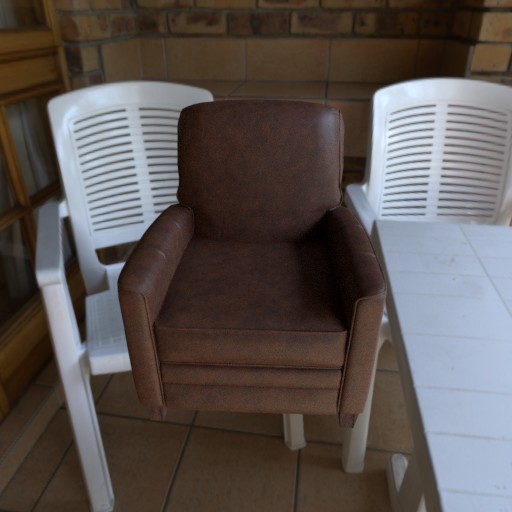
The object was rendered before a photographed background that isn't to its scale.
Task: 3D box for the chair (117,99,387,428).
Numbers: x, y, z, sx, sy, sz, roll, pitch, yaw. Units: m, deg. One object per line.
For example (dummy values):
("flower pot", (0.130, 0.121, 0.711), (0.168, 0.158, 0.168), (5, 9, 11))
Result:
("chair", (0.000, 0.000, 1.692), (0.839, 1.010, 0.850), (1, 30, 2))
